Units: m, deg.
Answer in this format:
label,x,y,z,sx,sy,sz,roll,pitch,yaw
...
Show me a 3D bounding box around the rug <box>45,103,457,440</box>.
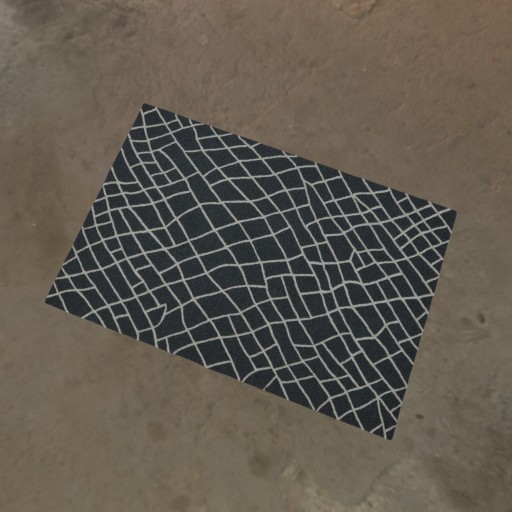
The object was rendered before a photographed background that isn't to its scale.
label,x,y,z,sx,sy,sz,roll,pitch,yaw
rug,0.000,0.000,2.296,1.830,0.013,1.223,20,77,5
